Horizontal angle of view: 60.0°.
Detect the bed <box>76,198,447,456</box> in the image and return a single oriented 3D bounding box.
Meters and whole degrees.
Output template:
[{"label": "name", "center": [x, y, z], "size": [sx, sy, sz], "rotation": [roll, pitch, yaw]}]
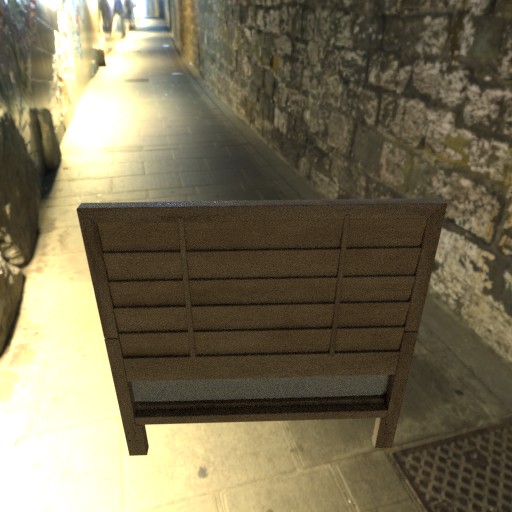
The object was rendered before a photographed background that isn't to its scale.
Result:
[{"label": "bed", "center": [0.000, 0.000, 3.196], "size": [1.615, 1.631, 2.017], "rotation": [-1, 29, -2]}]
